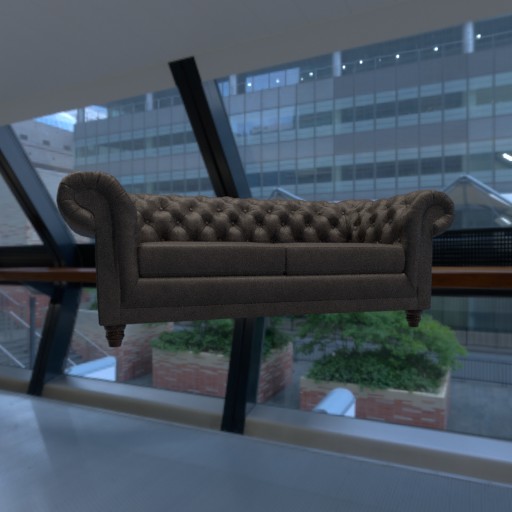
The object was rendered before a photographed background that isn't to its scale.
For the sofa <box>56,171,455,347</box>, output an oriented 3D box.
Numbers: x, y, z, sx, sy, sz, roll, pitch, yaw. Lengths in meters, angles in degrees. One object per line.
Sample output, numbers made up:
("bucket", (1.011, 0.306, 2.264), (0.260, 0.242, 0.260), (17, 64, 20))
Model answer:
("sofa", (0.000, 0.000, 2.561), (2.048, 0.779, 0.944), (0, 0, -19))
